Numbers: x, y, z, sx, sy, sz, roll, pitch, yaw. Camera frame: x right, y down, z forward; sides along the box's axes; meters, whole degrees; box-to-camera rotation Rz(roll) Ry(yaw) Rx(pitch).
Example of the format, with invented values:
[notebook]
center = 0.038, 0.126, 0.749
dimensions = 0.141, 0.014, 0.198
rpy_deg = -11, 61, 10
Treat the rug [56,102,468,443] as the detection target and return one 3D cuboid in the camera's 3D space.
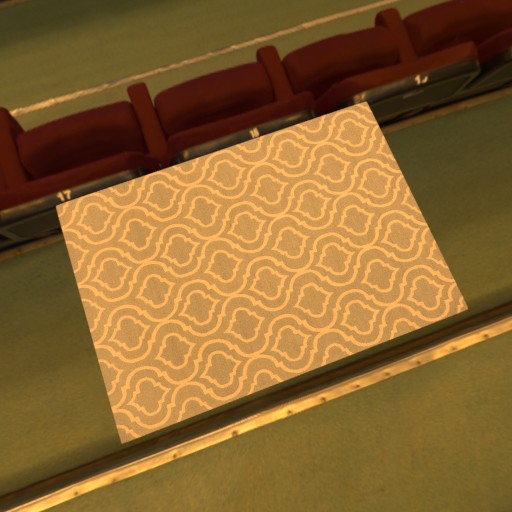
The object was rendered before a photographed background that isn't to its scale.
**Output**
[rug]
center = 0.000, 0.000, 2.638
dimensions = 2.080, 0.010, 1.451
rpy_deg = -20, 77, -5
